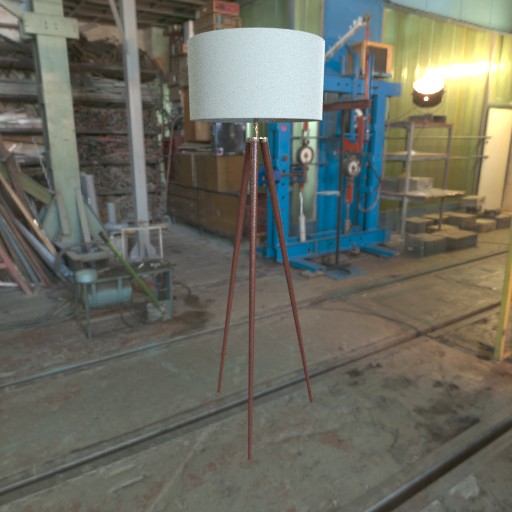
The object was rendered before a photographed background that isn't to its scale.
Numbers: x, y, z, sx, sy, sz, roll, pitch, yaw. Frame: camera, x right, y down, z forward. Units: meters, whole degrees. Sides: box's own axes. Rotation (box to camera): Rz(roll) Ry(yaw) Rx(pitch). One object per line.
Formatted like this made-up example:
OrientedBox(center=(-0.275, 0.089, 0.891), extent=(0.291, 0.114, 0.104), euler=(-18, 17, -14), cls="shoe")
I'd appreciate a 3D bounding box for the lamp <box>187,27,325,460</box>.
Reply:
OrientedBox(center=(0.000, 0.000, 1.769), extent=(0.483, 1.553, 0.483), euler=(3, 15, 10), cls="lamp")
